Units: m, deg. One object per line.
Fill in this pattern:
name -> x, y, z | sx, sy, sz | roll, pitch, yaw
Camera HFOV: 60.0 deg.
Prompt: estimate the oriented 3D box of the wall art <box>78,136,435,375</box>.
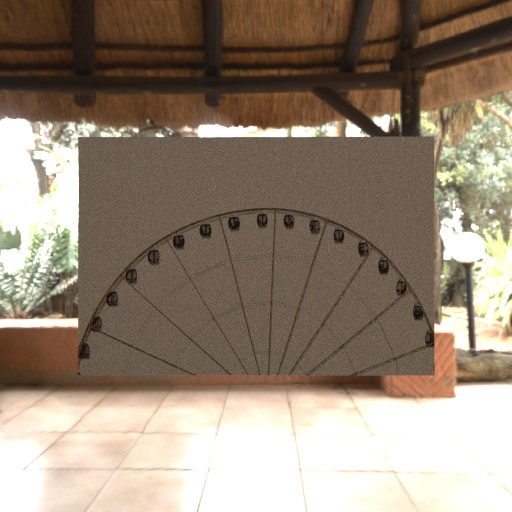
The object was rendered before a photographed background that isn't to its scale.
wall art -> 0.000, 0.000, 1.132 | 0.898, 0.601, 0.038 | 0, 0, 0
